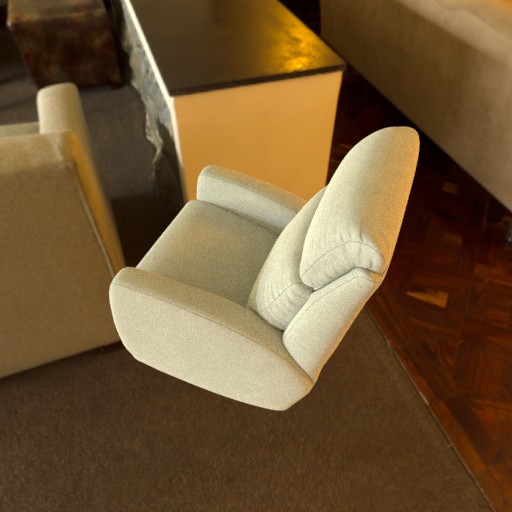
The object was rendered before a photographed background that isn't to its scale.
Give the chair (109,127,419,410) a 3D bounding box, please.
[{"bbox_3d":[0.000,0.000,1.694,0.941,1.015,0.812,16,49,15],"label":"chair"}]
